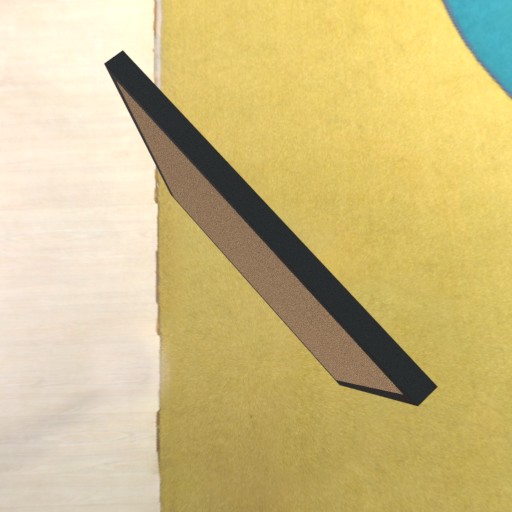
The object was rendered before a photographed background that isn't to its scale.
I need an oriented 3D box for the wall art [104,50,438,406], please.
[{"bbox_3d":[0.000,0.000,0.741,0.030,0.454,0.554,-40,80,-9],"label":"wall art"}]
